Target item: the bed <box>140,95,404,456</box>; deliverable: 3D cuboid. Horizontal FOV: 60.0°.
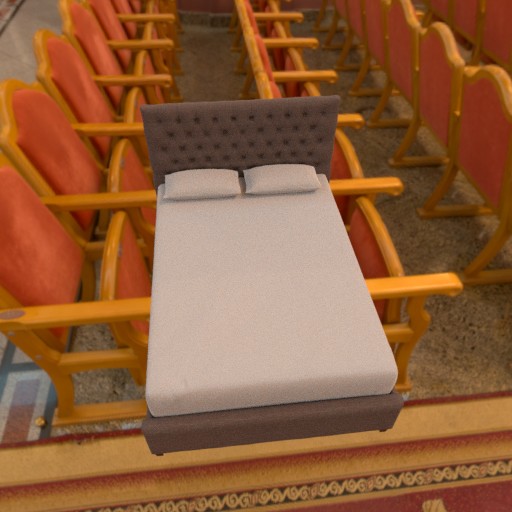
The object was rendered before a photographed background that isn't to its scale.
[{"bbox_3d":[0.000,0.000,3.425,1.698,1.427,2.387,-4,46,-4],"label":"bed"}]
